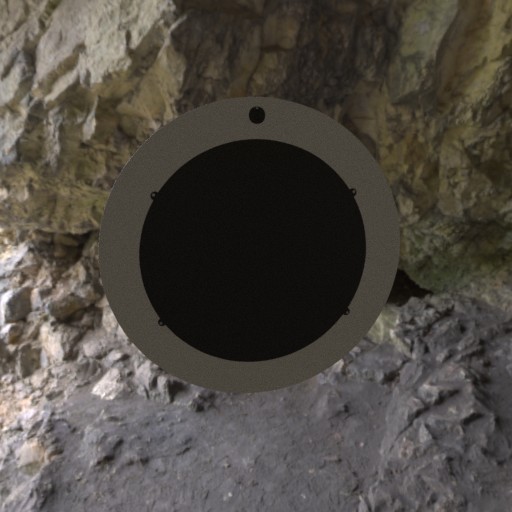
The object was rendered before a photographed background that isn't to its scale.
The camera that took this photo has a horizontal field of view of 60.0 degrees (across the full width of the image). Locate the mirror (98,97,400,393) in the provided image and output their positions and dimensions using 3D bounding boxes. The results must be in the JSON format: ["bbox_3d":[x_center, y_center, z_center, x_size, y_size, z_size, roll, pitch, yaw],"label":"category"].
[{"bbox_3d":[0.000,0.000,1.352,0.914,0.914,0.038,-2,15,-8],"label":"mirror"}]
